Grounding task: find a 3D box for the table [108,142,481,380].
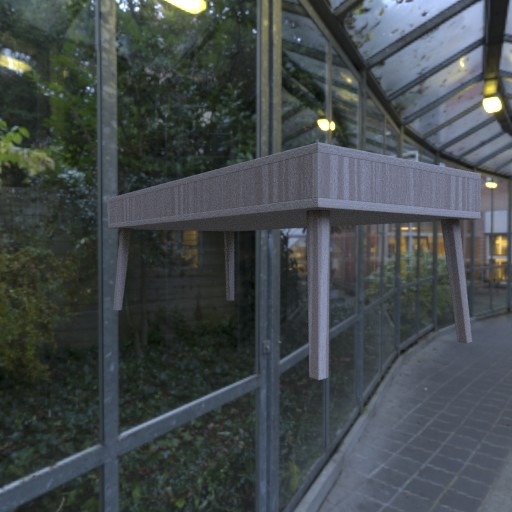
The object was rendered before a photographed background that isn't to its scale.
[{"bbox_3d":[0.000,0.000,1.485,0.600,0.450,1.200,-1,2,-36],"label":"table"}]
